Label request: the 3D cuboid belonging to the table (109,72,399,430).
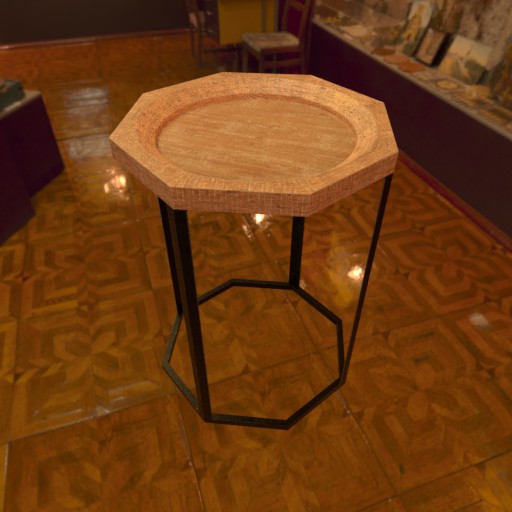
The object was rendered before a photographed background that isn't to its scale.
[{"bbox_3d":[0.000,0.000,0.857,0.437,0.553,0.437,-11,42,-13],"label":"table"}]
